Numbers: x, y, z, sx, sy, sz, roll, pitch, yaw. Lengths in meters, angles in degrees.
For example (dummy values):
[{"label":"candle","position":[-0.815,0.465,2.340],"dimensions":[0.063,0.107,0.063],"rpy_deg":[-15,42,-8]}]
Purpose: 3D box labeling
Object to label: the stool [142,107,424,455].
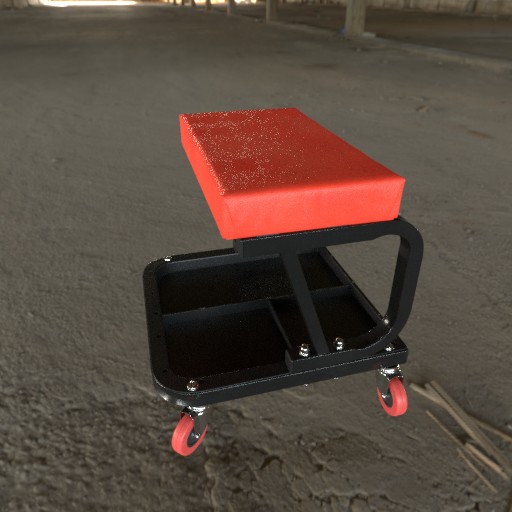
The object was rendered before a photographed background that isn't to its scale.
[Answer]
[{"label":"stool","position":[0.000,0.000,0.715],"dimensions":[0.371,0.380,0.446],"rpy_deg":[-8,32,-13]}]
